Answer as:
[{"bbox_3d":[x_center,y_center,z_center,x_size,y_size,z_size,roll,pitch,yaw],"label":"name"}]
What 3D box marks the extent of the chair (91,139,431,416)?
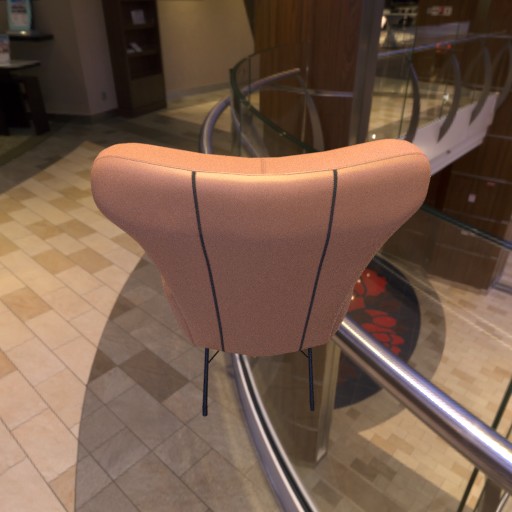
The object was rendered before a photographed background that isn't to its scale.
[{"bbox_3d":[0.000,0.000,1.764,0.980,1.050,0.900,-2,30,-3],"label":"chair"}]
